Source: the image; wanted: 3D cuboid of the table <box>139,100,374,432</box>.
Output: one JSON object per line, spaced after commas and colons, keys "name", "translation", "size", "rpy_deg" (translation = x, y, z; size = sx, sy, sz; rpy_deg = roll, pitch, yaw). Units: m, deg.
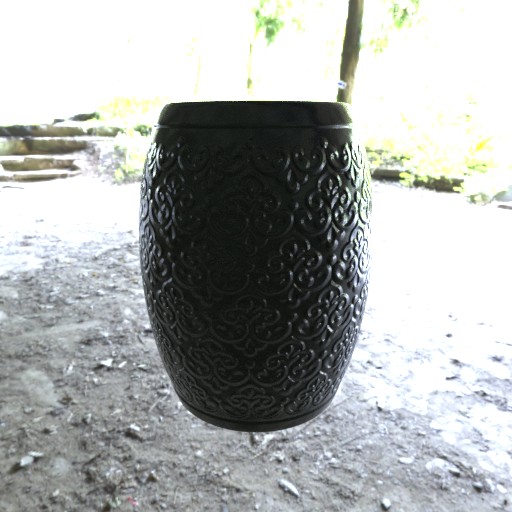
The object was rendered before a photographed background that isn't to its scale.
{"name": "table", "translation": [0.000, 0.000, 0.609], "size": [0.309, 0.397, 0.309], "rpy_deg": [0, 17, 0]}
